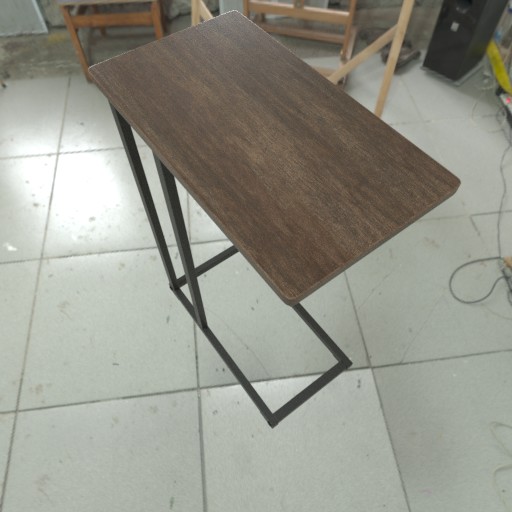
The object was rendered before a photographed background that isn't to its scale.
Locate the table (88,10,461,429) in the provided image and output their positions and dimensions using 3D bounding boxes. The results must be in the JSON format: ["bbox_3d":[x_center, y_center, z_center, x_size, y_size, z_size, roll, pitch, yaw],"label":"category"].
[{"bbox_3d":[0.000,0.000,0.826,0.254,0.637,0.450,-32,63,-19],"label":"table"}]
